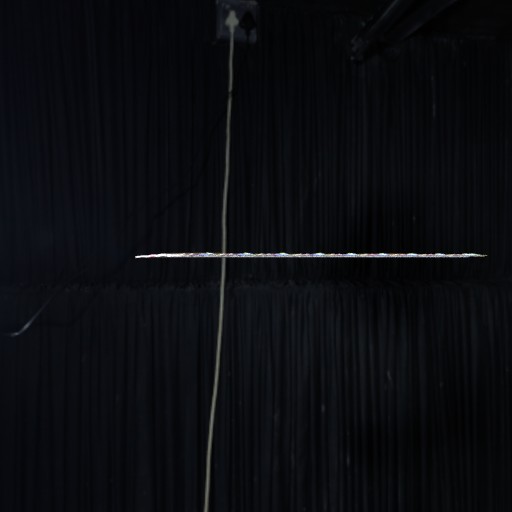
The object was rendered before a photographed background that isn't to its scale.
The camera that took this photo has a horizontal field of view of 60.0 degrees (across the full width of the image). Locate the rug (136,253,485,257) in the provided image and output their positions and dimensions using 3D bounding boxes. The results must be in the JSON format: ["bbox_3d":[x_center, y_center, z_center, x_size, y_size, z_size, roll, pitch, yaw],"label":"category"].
[{"bbox_3d":[0.000,0.000,2.235,1.084,0.013,1.849,0,0,-18],"label":"rug"}]
